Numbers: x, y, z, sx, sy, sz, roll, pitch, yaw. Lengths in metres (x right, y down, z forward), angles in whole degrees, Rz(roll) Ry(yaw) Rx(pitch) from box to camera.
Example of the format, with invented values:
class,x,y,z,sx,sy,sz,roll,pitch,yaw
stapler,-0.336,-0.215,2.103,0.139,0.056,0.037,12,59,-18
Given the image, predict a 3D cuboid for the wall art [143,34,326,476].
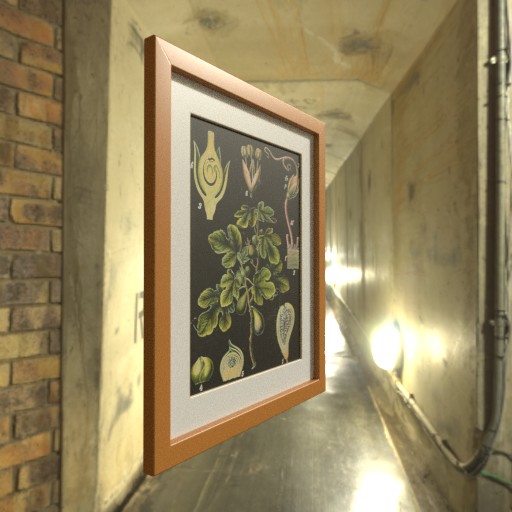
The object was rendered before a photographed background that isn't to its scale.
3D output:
class,x,y,z,sx,sy,sz,roll,pitch,yaw
wall art,0.000,0.000,0.506,0.015,0.379,0.310,0,-1,37
